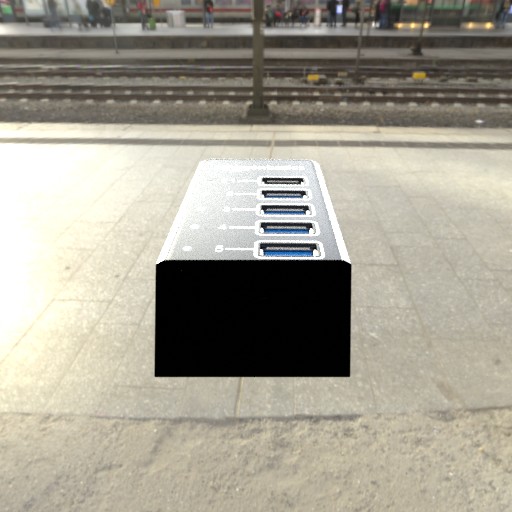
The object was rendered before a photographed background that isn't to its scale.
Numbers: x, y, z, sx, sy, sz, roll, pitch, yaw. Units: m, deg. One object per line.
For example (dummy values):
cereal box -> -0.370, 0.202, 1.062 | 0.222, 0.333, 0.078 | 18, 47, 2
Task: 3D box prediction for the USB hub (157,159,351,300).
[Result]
USB hub -> 0.000, 0.000, 0.125 | 0.044, 0.023, 0.110 | 1, 30, 1
